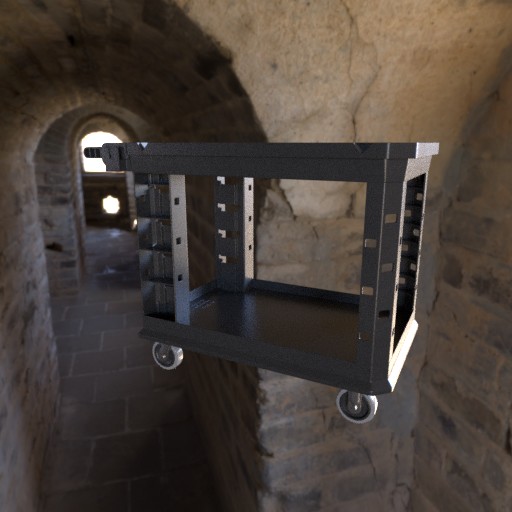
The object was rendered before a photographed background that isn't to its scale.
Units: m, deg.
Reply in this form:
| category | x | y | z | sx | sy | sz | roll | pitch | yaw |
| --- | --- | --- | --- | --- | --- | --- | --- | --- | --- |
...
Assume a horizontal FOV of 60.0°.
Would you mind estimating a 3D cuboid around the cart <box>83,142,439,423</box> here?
| category | x | y | z | sx | sy | sz | roll | pitch | yaw |
| --- | --- | --- | --- | --- | --- | --- | --- | --- | --- |
| cart | 0.000 | 0.000 | 1.782 | 1.239 | 0.884 | 0.674 | 7 | 16 | 26 |
